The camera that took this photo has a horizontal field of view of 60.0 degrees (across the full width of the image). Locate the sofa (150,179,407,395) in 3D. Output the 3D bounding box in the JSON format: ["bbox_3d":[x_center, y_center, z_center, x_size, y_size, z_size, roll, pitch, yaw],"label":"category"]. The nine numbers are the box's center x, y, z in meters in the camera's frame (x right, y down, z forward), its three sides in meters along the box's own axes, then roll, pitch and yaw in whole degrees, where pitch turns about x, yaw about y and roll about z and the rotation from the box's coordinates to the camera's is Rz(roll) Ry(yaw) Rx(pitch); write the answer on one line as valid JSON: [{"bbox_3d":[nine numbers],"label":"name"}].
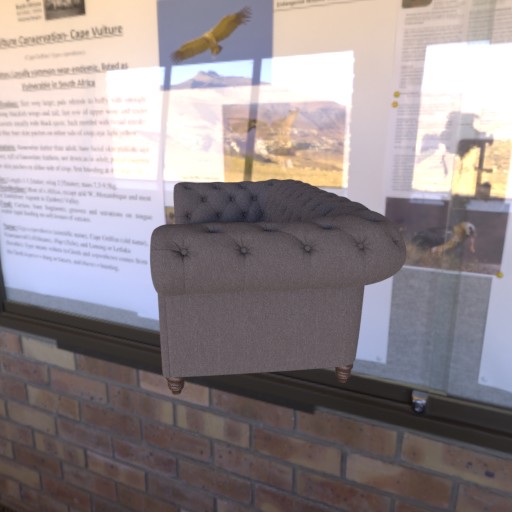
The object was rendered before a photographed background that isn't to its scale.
[{"bbox_3d":[0.000,0.000,2.555,0.986,0.764,1.998,-2,15,-7],"label":"sofa"}]
